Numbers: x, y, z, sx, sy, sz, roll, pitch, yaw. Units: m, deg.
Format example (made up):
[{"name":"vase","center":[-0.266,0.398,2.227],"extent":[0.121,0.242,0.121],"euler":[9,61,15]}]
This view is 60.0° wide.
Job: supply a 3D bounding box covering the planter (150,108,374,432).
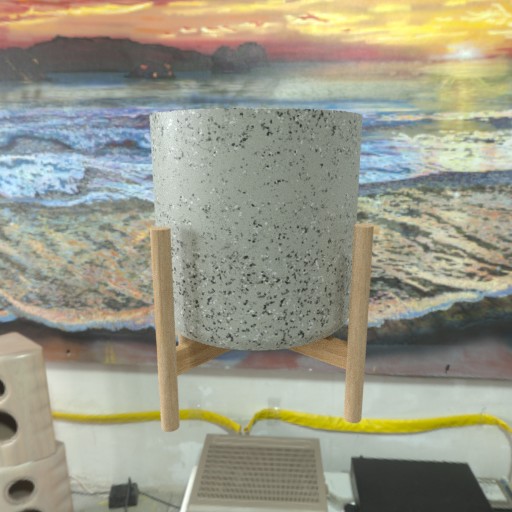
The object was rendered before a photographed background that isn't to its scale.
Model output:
[{"name":"planter","center":[0.000,0.000,0.697],"extent":[0.360,0.419,0.360],"euler":[-7,15,-26]}]
